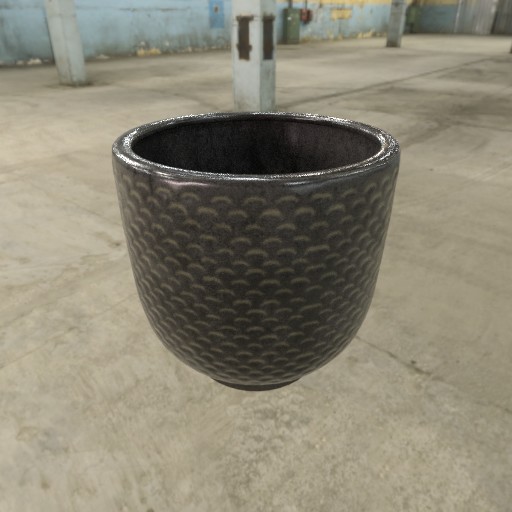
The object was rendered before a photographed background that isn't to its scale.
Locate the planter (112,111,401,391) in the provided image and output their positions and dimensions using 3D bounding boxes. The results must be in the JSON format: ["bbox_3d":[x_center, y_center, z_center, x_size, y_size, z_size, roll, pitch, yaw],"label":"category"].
[{"bbox_3d":[0.000,0.000,0.354,0.197,0.191,0.197,0,28,0],"label":"planter"}]
